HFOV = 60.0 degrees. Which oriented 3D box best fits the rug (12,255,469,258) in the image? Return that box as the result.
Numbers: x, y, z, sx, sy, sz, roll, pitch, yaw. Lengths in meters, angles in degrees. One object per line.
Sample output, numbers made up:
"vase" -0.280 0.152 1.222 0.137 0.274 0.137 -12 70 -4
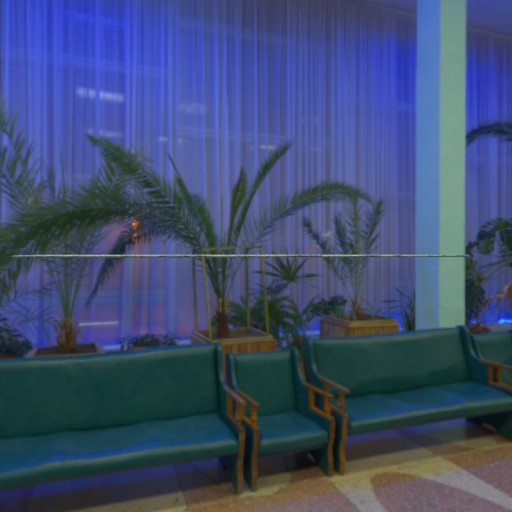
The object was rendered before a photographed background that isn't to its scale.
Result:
"rug" 0.000 0.000 2.624 2.435 0.011 0.750 0 0 -18
